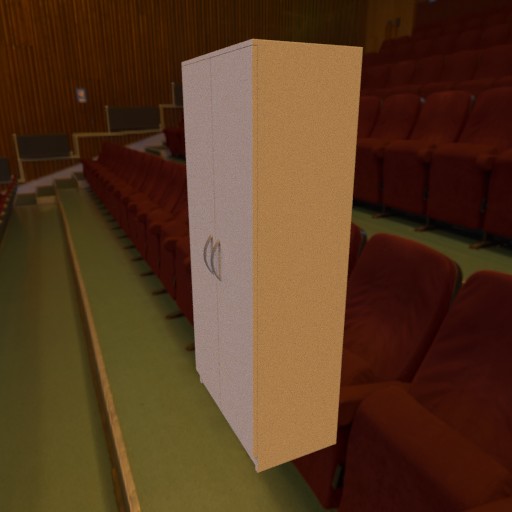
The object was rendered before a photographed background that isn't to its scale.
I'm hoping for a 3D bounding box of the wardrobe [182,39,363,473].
[{"bbox_3d":[0.000,0.000,2.051,0.470,1.700,0.760,-8,20,-24],"label":"wardrobe"}]
